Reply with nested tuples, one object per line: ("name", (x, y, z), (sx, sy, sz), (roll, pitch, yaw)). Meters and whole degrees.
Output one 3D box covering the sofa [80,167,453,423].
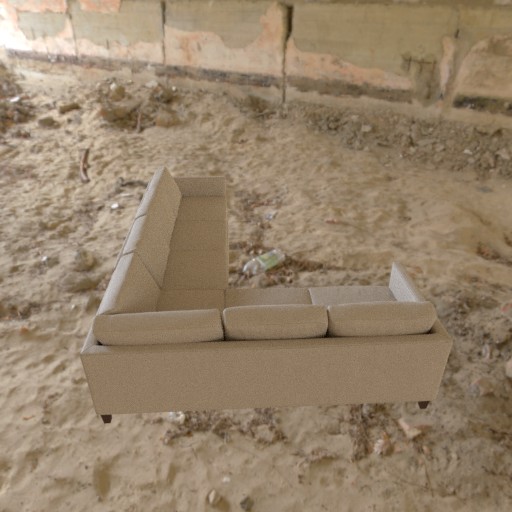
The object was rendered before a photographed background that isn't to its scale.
("sofa", (0.000, 0.000, 4.321), (2.432, 0.863, 3.182), (-2, 31, -3))
